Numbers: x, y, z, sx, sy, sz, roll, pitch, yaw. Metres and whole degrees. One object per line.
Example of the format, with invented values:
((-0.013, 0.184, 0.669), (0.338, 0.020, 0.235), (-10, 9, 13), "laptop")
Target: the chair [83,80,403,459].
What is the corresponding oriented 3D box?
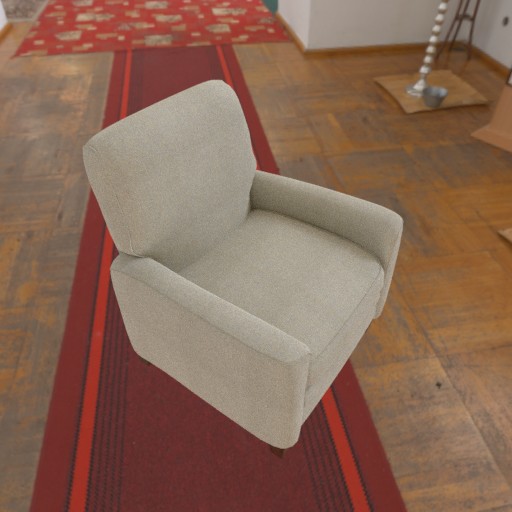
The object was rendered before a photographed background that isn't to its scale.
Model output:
((0.000, 0.000, 1.631), (0.853, 1.006, 0.850), (25, 47, 26), "chair")
